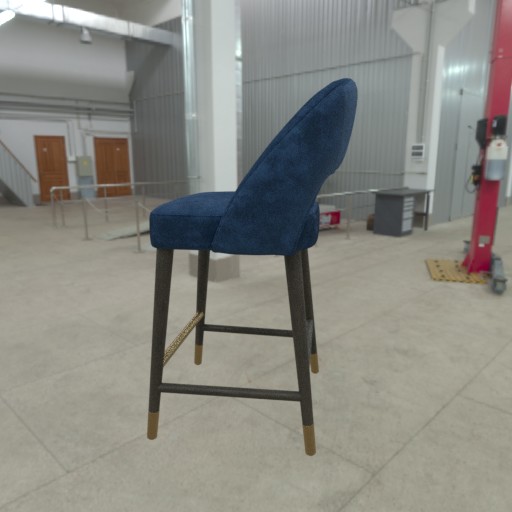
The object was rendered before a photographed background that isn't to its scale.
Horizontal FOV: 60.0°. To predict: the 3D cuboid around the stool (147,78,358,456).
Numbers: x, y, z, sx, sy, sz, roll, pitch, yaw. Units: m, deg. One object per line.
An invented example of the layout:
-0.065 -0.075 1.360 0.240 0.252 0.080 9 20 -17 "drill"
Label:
0.000 0.000 1.267 0.524 0.925 0.536 2 13 9 "stool"
